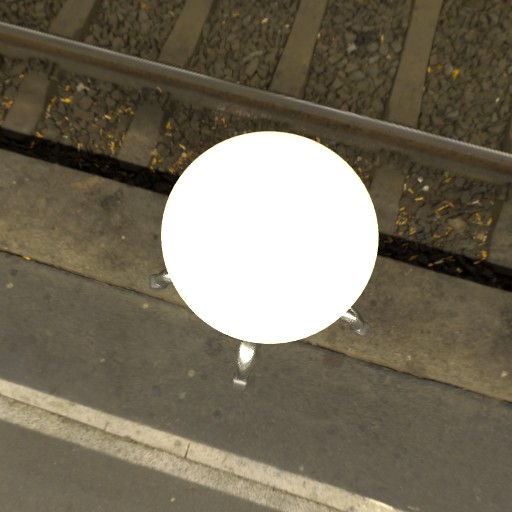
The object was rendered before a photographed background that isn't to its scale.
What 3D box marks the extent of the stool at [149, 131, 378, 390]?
[{"bbox_3d":[0.000,0.000,1.065,0.614,0.482,0.634,-5,76,-1],"label":"stool"}]
